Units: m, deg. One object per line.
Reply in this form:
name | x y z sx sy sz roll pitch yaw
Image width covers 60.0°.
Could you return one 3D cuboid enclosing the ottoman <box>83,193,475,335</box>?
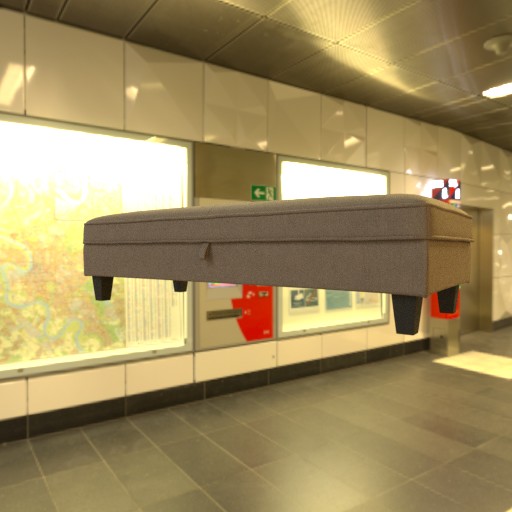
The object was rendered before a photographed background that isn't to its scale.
ottoman | 0.000 0.000 2.076 1.764 0.470 0.751 1 1 35
